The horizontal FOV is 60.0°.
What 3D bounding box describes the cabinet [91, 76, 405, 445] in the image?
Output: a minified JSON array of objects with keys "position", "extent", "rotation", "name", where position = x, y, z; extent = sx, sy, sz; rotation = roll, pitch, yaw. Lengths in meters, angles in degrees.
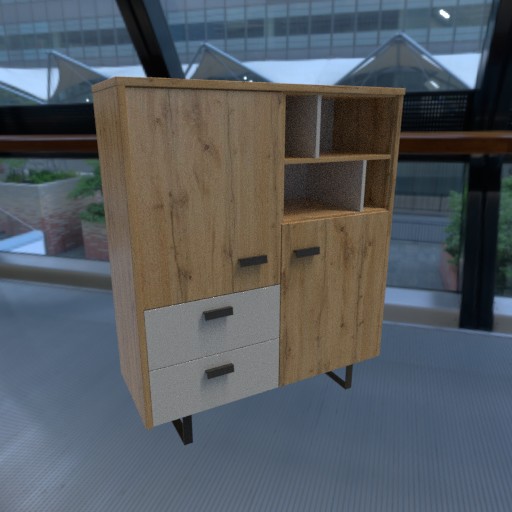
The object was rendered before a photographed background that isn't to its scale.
[{"position":[0.000,0.000,1.957],"extent":[1.168,1.397,0.473],"rotation":[-9,19,-27],"name":"cabinet"}]
